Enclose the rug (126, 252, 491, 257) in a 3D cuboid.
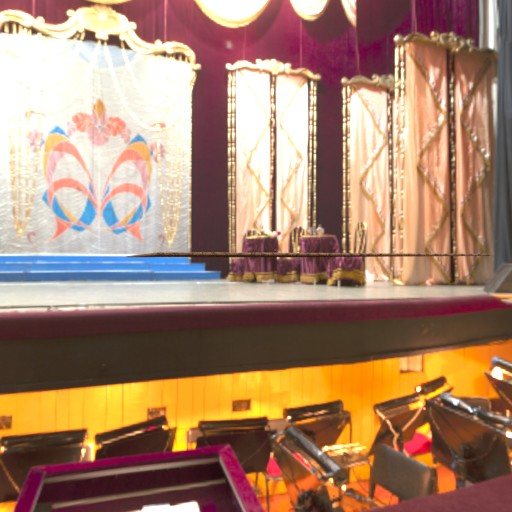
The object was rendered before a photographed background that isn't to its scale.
[{"bbox_3d":[0.000,0.000,2.310,1.220,0.008,1.824,0,0,-19],"label":"rug"}]
